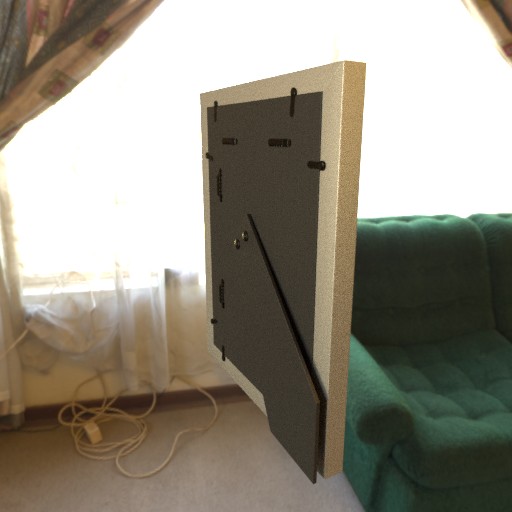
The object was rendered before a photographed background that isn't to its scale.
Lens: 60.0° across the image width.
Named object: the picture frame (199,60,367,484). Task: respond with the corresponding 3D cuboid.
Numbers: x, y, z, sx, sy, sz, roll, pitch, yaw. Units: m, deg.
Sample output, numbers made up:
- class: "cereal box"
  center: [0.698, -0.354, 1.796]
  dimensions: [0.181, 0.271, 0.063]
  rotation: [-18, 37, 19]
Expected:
- class: "picture frame"
  center: [0.000, 0.000, 0.523]
  dimensions: [0.036, 0.386, 0.307]
  rotation: [-8, 17, -27]
